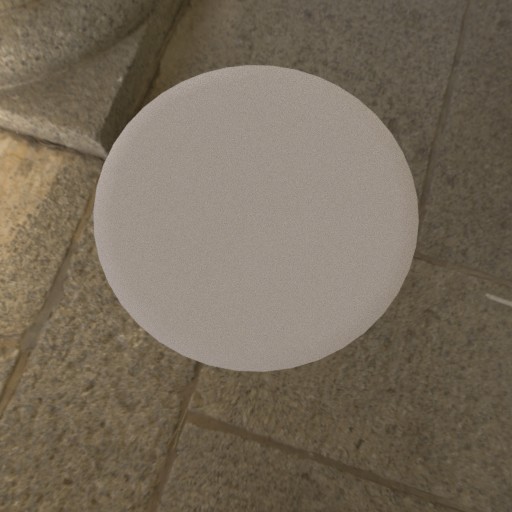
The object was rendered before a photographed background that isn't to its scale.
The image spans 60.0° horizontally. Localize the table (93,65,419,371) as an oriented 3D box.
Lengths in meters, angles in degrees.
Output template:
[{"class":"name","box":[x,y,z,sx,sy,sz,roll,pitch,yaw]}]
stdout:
[{"class":"table","box":[0.000,0.000,1.016,0.513,0.653,0.513,0,75,0]}]
